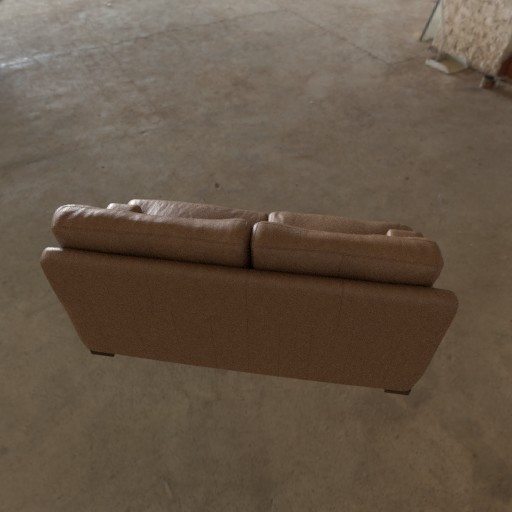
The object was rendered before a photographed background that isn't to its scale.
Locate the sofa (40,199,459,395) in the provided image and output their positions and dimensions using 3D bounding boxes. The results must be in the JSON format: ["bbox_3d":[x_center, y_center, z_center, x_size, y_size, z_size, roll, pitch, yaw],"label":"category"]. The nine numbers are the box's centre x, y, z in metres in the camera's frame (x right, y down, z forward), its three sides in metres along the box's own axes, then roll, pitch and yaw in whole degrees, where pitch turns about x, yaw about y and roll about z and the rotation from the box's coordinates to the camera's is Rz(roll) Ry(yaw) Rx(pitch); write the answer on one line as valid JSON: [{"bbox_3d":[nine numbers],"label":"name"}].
[{"bbox_3d":[0.000,0.000,2.437,1.855,0.980,0.962,6,46,6],"label":"sofa"}]
